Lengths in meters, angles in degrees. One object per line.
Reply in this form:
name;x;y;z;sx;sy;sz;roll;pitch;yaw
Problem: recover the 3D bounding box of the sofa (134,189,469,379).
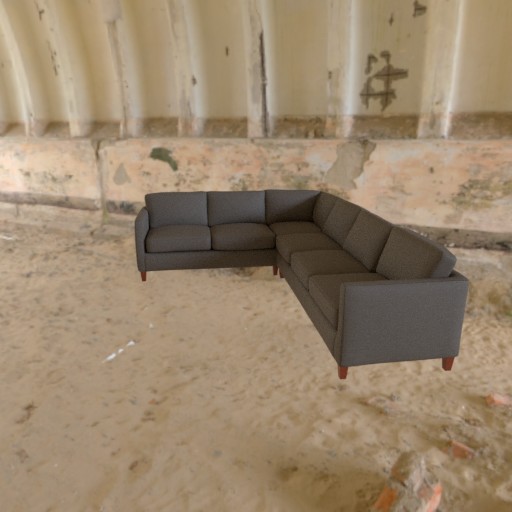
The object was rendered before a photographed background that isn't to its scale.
sofa;0.000;0.000;4.482;2.593;0.947;3.302;-2;16;-8
